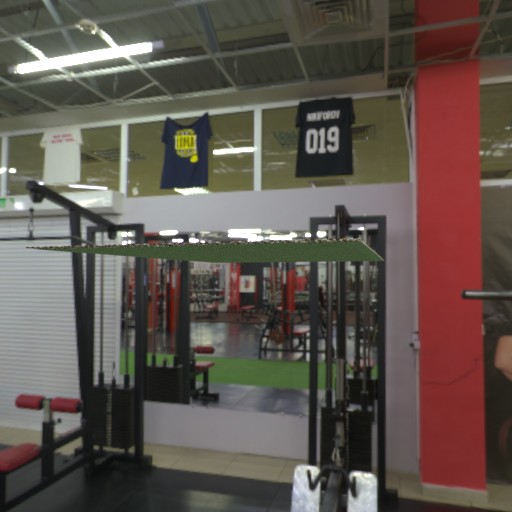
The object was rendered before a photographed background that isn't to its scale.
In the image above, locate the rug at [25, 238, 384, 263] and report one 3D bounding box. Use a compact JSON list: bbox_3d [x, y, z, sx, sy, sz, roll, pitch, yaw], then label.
[{"bbox_3d":[0.000,0.000,2.312,1.247,0.008,1.802,-1,-3,18],"label":"rug"}]
